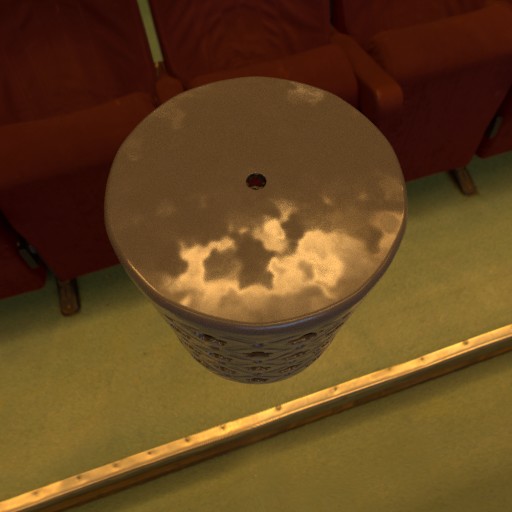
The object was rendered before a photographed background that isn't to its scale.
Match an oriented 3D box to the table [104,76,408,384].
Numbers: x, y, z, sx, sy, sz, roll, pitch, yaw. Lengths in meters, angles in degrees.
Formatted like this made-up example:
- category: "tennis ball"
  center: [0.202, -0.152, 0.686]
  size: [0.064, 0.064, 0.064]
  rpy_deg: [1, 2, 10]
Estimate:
- category: "table"
  center: [0.000, 0.000, 0.678]
  size: [0.352, 0.387, 0.352]
  rpy_deg: [0, 64, 0]
